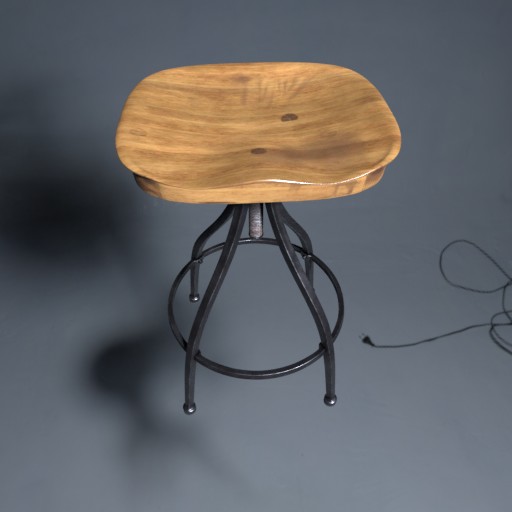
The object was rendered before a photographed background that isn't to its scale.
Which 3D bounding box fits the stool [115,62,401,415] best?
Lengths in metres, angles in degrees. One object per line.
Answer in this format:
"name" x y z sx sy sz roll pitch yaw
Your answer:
"stool" 0.000 0.000 0.963 0.432 0.694 0.424 -3 45 -3
